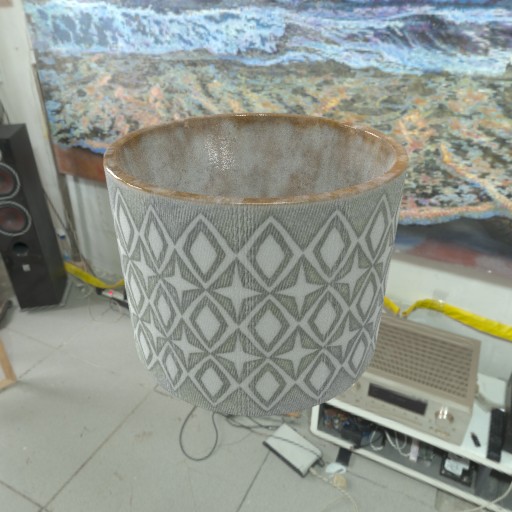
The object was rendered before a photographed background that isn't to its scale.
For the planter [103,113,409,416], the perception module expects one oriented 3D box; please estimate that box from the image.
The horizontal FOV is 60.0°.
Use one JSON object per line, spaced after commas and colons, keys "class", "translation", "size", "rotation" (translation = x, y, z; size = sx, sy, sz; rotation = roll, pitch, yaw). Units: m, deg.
{"class": "planter", "translation": [0.000, 0.000, 0.440], "size": [0.255, 0.223, 0.255], "rotation": [0, 30, 0]}
